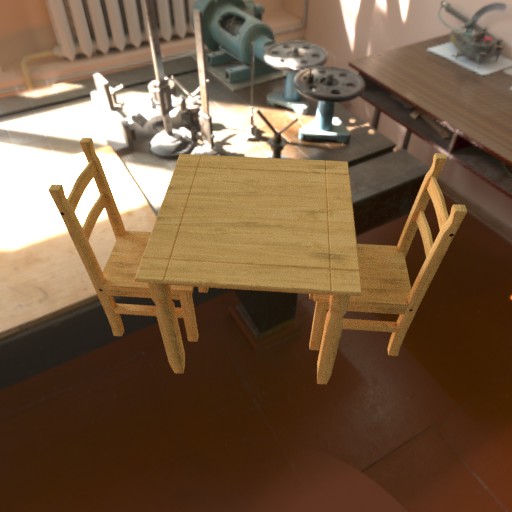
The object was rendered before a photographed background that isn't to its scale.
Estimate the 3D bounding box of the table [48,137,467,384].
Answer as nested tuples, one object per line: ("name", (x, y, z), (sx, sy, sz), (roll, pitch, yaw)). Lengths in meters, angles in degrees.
("table", (0.000, 0.000, 2.043), (1.501, 0.942, 0.813), (3, 46, 3))
